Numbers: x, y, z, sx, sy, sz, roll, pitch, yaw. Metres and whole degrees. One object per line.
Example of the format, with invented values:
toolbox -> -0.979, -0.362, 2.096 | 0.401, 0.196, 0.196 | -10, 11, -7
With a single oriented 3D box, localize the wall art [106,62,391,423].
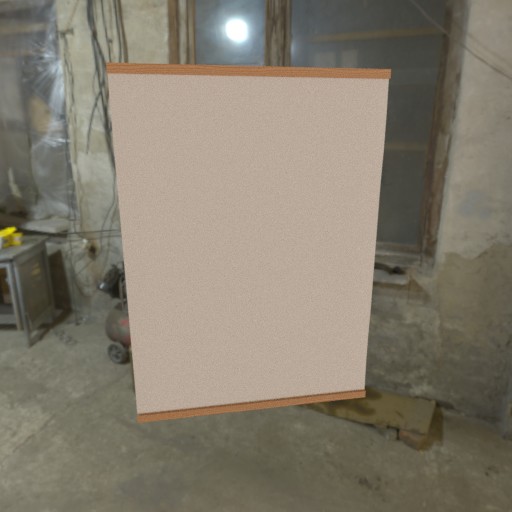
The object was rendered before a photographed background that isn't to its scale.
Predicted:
wall art -> 0.000, 0.000, 1.284 | 0.739, 1.016, 0.020 | -3, 17, -10
